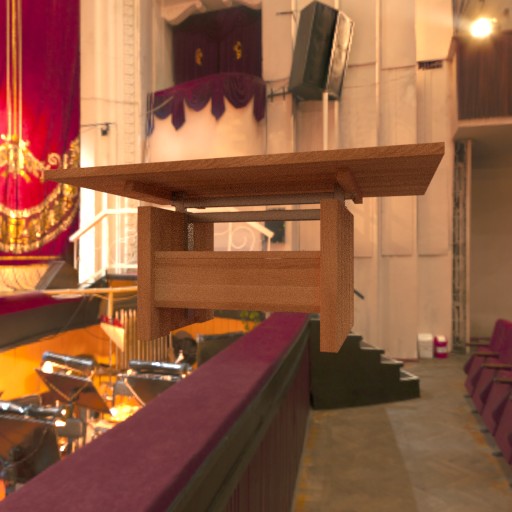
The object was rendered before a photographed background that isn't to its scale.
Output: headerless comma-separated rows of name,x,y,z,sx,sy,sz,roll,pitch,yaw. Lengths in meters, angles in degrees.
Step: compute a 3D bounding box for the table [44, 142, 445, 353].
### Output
table,0.000,0.000,1.486,1.100,0.510,0.700,0,0,17
